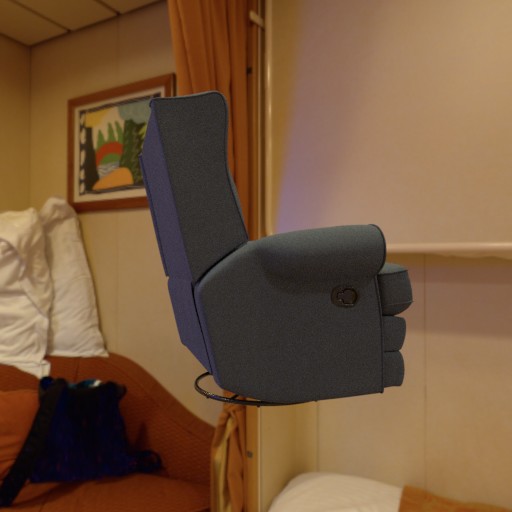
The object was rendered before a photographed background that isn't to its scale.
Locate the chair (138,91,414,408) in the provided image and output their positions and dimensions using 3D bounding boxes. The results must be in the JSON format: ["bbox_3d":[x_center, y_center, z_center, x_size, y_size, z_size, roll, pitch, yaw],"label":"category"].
[{"bbox_3d":[0.000,0.000,1.757,0.877,1.020,0.971,0,-1,-18],"label":"chair"}]
